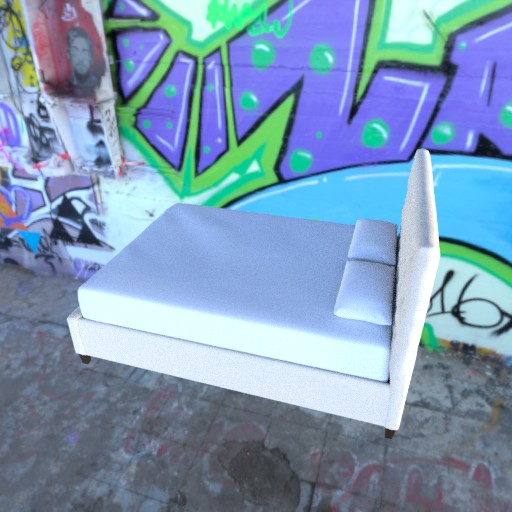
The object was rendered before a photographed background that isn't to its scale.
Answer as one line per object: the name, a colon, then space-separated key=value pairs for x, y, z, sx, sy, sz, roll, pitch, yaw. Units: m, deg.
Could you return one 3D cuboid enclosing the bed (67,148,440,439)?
bed: x=0.000 y=0.000 z=3.464 sx=2.387 sy=1.427 sz=1.698 roll=9 pitch=32 yaw=15
